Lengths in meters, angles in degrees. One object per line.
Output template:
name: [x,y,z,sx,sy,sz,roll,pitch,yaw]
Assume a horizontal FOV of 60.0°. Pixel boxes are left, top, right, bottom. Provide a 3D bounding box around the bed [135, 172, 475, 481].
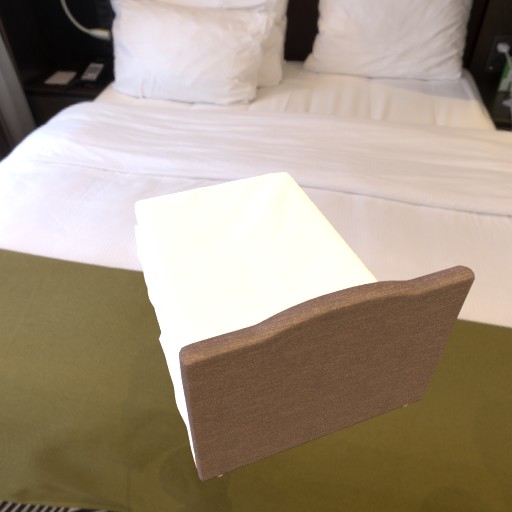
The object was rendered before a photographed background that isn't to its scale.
bed: [0.000,0.000,3.530,1.741,1.441,2.507,-14,43,-15]
